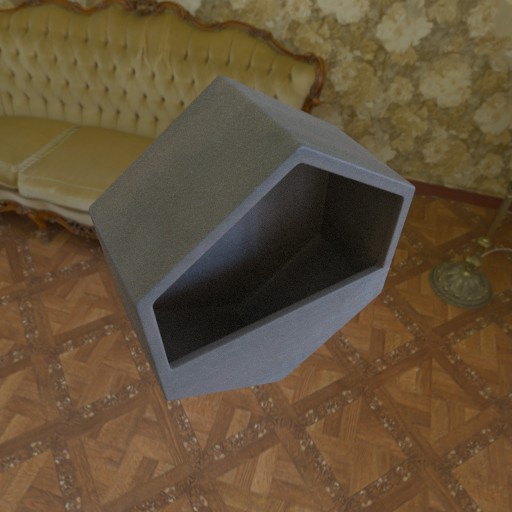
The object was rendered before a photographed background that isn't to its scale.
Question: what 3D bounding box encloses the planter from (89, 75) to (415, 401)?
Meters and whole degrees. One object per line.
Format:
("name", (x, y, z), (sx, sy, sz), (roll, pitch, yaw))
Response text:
("planter", (0.000, 0.000, 0.284), (0.169, 0.206, 0.077), (-23, 51, -20))
